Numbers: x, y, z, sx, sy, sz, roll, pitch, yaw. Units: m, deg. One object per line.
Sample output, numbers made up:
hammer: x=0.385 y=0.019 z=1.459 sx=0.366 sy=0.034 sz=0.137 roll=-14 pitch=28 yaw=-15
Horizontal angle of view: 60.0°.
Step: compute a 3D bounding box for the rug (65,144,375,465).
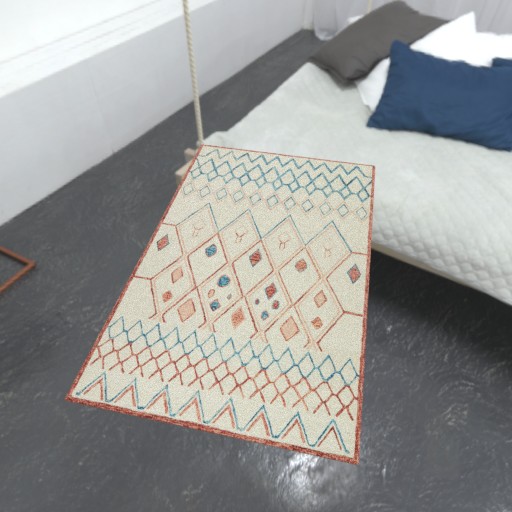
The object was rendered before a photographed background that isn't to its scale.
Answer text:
rug: x=0.000 y=0.000 z=3.020 sx=1.524 sy=0.015 sz=2.438 roll=9 pitch=48 yaw=8
